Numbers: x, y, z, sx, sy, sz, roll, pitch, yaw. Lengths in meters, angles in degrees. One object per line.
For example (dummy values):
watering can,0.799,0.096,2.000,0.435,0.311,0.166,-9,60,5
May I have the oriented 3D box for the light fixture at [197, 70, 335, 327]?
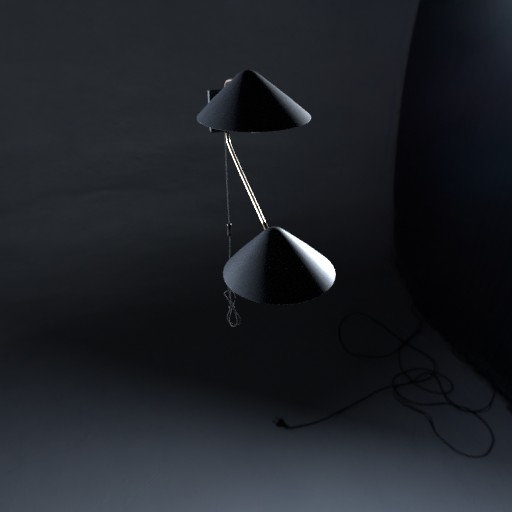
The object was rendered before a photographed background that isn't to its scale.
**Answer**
light fixture,0.000,0.000,0.865,0.189,0.665,0.422,-10,33,-16
